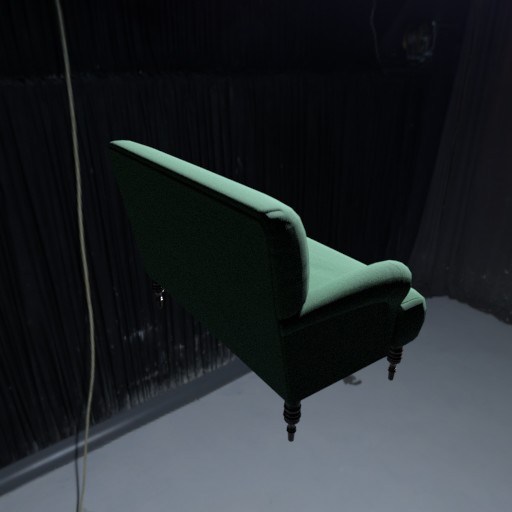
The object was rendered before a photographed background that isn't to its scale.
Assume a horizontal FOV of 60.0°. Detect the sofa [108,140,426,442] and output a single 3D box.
[{"bbox_3d":[0.000,0.000,1.891,0.779,0.889,1.297,-17,30,-32],"label":"sofa"}]
